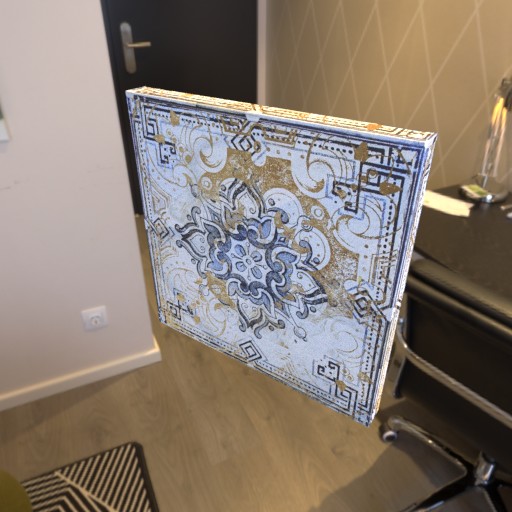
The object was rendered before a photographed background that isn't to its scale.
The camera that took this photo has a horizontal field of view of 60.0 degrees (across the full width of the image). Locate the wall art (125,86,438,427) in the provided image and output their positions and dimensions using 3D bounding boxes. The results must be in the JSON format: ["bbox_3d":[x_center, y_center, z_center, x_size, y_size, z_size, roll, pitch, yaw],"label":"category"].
[{"bbox_3d":[0.000,0.000,0.632,0.411,0.410,0.038,20,37,29],"label":"wall art"}]
